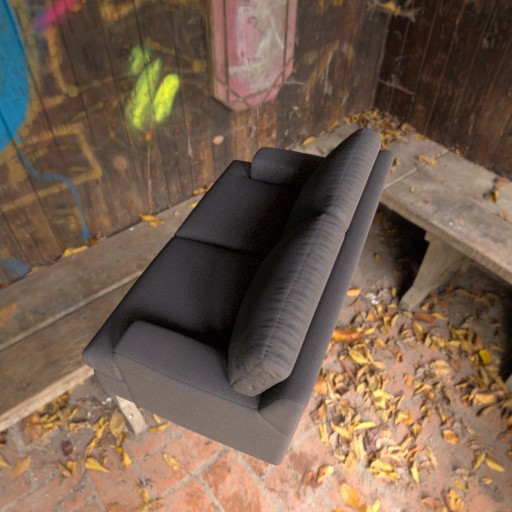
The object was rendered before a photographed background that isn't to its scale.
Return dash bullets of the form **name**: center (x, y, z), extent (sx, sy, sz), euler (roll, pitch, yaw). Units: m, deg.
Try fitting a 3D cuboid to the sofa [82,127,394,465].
- **sofa**: center (0.000, 0.000, 2.551), extent (1.143, 0.940, 1.880), euler (17, 48, 15)
